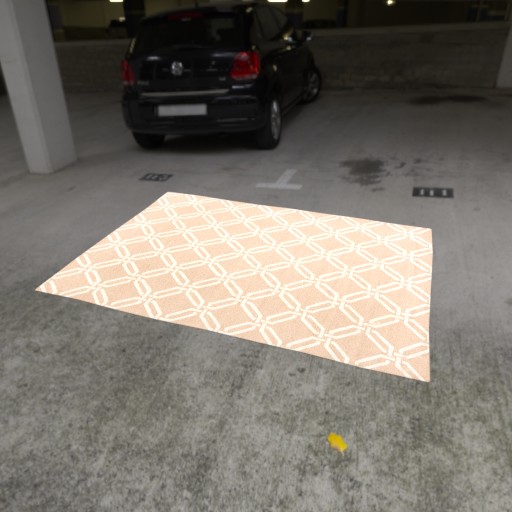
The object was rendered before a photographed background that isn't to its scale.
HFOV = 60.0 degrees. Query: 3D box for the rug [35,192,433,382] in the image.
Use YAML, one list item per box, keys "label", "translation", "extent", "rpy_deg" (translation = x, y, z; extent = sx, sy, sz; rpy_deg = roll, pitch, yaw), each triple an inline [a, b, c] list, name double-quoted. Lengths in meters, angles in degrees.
- label: "rug"
  translation: [0.000, 0.000, 4.464]
  extent: [3.365, 0.020, 2.452]
  rpy_deg: [10, 32, 16]
